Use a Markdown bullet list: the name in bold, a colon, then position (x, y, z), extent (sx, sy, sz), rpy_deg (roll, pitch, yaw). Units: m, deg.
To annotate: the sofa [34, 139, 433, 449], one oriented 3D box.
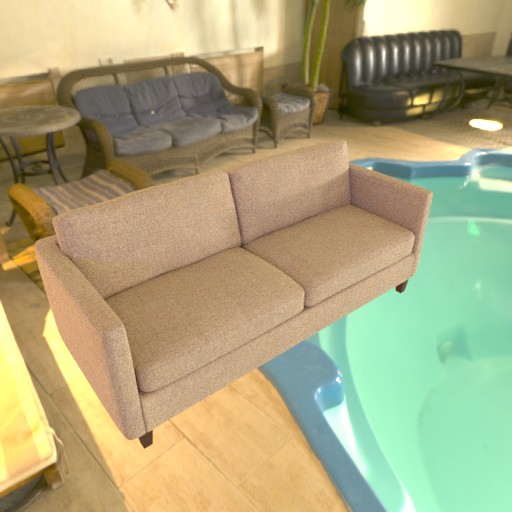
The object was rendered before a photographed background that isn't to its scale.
- **sofa**: position (0.000, 0.000, 2.672), extent (2.208, 0.965, 0.951), rpy_deg (-22, 38, -32)
